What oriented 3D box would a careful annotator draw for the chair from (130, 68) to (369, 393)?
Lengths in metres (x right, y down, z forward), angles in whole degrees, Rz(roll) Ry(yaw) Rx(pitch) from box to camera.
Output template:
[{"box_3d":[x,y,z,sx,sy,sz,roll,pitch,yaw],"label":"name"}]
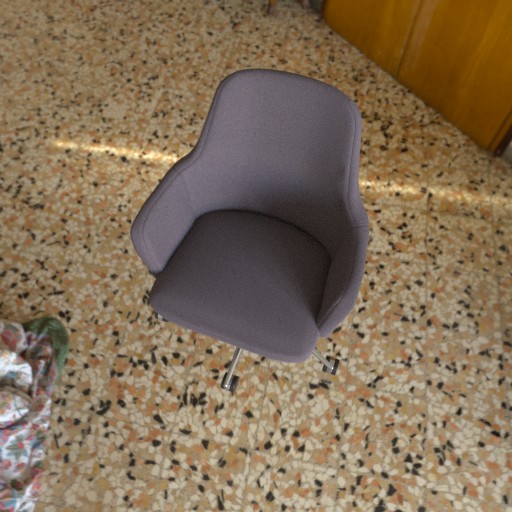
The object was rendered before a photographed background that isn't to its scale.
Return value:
[{"box_3d":[0.000,0.000,1.260,0.655,0.820,0.600,18,61,11],"label":"chair"}]
